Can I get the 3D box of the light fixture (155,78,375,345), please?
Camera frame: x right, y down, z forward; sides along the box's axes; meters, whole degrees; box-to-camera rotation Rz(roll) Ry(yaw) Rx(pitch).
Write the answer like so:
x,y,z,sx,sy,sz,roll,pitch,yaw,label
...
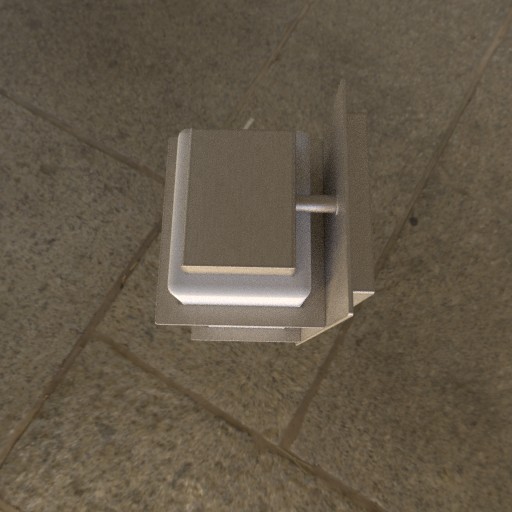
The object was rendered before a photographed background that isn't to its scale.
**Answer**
x,y,z,sx,sy,sz,roll,pitch,yaw,label
0.000,0.000,0.476,0.160,0.380,0.168,1,76,0,light fixture
